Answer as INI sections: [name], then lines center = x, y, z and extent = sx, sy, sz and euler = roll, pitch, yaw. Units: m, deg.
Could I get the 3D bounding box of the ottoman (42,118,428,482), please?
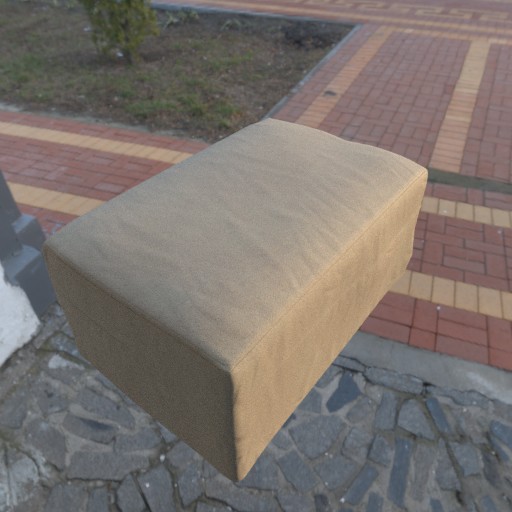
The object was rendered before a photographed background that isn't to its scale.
[ottoman]
center = 0.000, 0.000, 1.184
extent = 0.590, 0.444, 0.872
euler = 27, 47, 28
